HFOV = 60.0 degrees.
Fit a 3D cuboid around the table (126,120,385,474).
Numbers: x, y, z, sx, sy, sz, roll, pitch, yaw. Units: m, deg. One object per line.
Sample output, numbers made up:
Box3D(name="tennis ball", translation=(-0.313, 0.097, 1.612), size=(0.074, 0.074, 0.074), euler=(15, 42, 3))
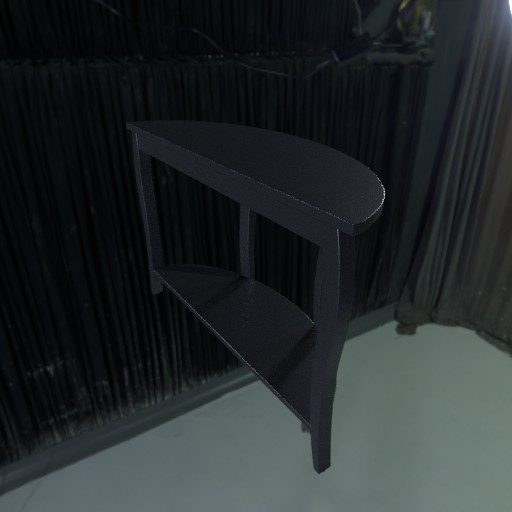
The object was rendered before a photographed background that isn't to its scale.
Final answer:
Box3D(name="table", translation=(0.000, 0.000, 1.580), size=(0.394, 0.780, 1.219), euler=(-18, 33, -31))
